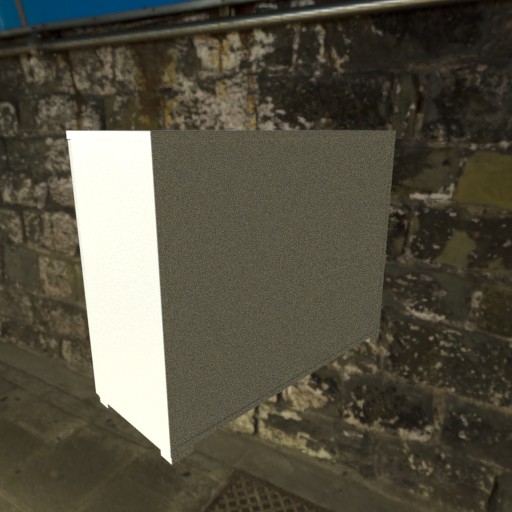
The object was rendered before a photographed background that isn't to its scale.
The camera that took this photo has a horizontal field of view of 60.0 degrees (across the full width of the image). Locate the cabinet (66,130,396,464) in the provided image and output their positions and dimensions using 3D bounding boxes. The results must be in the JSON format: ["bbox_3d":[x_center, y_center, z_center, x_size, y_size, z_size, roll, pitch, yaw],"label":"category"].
[{"bbox_3d":[0.000,0.000,1.468,0.400,0.800,1.000,15,22,43],"label":"cabinet"}]
